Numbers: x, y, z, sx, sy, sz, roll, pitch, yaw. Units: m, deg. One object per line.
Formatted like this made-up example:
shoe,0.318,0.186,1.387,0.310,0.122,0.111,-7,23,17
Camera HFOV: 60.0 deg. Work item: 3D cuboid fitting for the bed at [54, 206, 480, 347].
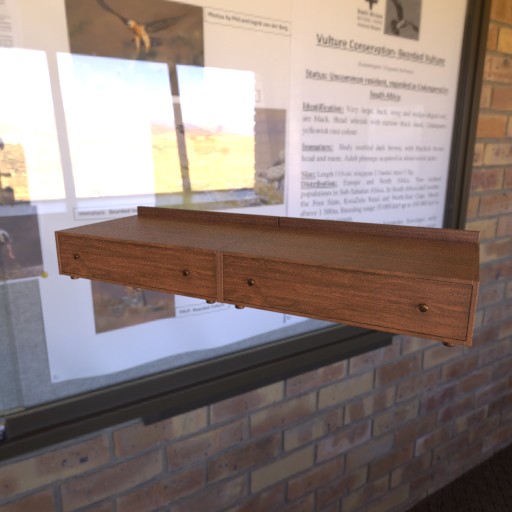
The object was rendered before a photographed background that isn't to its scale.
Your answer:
bed,0.000,0.000,2.297,2.057,0.326,0.787,7,16,25
